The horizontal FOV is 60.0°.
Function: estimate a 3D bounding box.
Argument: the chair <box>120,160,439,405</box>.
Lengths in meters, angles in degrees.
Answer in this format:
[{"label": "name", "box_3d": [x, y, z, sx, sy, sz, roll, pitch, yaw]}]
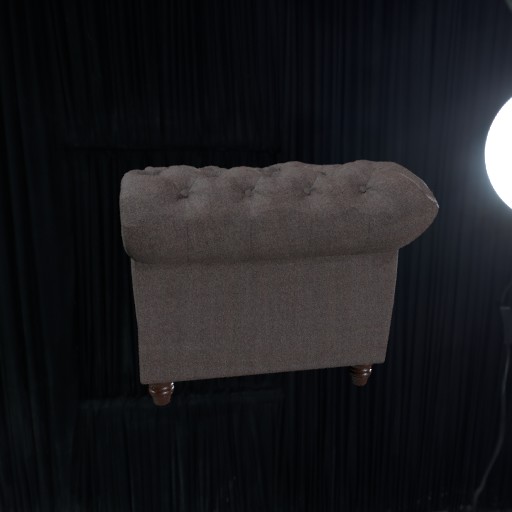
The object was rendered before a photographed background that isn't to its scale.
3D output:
[{"label": "chair", "box_3d": [0.000, 0.000, 1.855, 0.945, 0.780, 1.298, -2, 12, -11]}]
